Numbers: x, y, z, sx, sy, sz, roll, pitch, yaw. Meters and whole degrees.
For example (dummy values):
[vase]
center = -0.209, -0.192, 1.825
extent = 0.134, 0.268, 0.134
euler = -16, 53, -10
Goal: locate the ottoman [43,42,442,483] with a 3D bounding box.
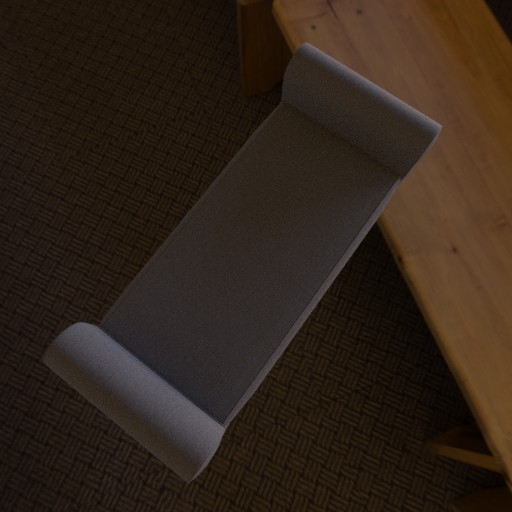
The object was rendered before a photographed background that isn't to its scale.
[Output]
[ottoman]
center = 0.000, 0.000, 1.497
extent = 0.521, 0.547, 1.256
euler = 36, 79, 8
